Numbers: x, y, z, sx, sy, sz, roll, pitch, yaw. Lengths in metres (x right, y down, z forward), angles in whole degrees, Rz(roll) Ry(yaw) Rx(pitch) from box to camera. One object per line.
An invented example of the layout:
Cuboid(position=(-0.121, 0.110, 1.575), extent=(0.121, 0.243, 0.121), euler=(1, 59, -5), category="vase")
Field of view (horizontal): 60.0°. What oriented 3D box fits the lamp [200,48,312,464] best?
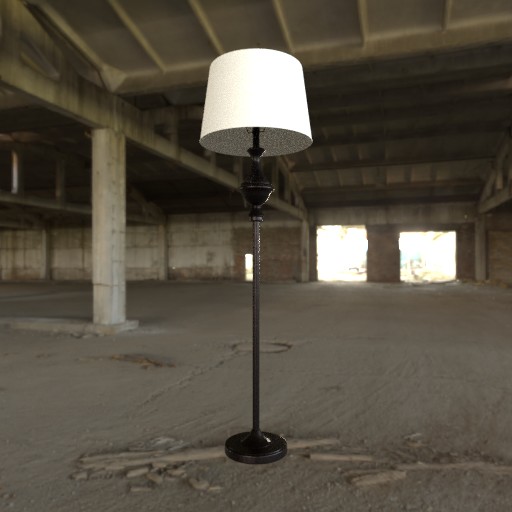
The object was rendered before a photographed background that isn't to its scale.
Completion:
Cuboid(position=(0.000, 0.000, 1.701), extent=(0.431, 1.484, 0.431), euler=(0, -1, 0), category="lamp")
